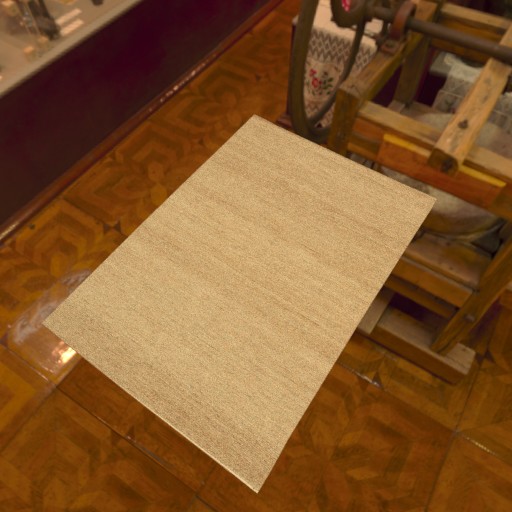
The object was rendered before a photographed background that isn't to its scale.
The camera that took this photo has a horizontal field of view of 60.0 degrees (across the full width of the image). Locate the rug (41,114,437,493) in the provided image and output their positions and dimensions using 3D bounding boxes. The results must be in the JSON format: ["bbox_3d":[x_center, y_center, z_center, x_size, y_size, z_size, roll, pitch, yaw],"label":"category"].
[{"bbox_3d":[0.000,0.000,2.931,1.596,0.030,2.283,31,63,18],"label":"rug"}]
